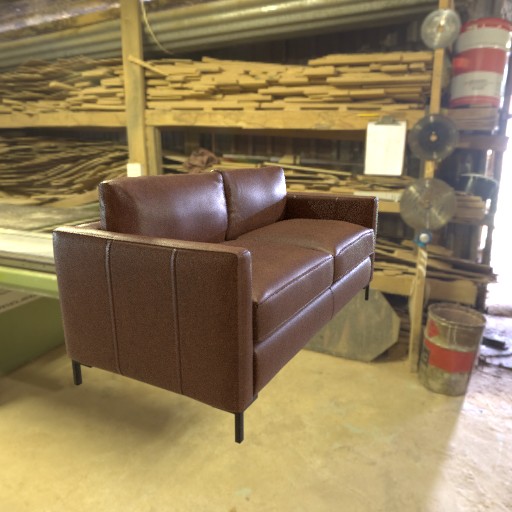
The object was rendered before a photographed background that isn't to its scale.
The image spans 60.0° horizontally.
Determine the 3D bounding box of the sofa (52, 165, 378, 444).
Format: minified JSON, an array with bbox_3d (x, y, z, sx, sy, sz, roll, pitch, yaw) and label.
[{"bbox_3d":[0.000,0.000,2.329,0.899,0.883,1.797,7,16,27],"label":"sofa"}]
